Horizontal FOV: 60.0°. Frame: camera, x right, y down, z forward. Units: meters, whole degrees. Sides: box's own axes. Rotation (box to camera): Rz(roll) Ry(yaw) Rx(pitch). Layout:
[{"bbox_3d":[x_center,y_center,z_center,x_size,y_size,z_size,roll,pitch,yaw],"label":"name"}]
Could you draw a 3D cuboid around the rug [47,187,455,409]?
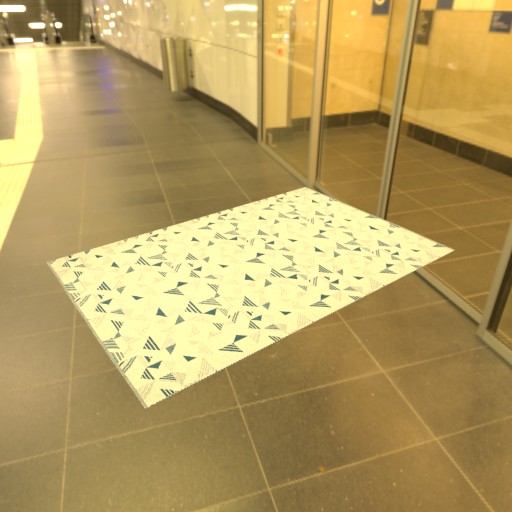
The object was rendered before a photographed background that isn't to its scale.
[{"bbox_3d":[0.000,0.000,2.369,1.835,0.003,1.206,-20,35,-32],"label":"rug"}]
